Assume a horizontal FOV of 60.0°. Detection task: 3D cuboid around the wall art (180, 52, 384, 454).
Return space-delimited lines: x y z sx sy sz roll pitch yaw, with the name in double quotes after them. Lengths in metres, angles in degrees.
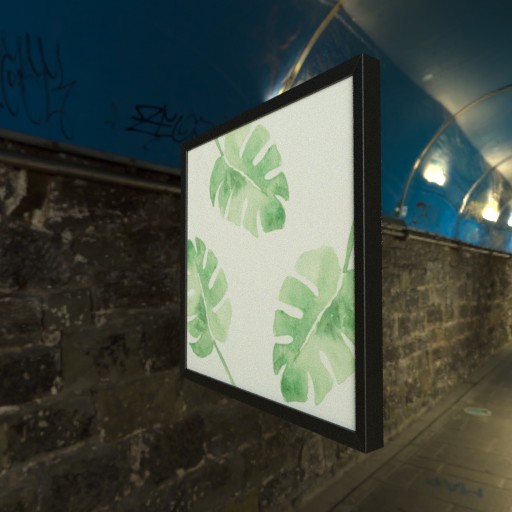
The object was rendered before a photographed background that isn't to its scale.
0.000 0.000 0.773 0.036 0.508 0.508 1 -2 -36 "wall art"
